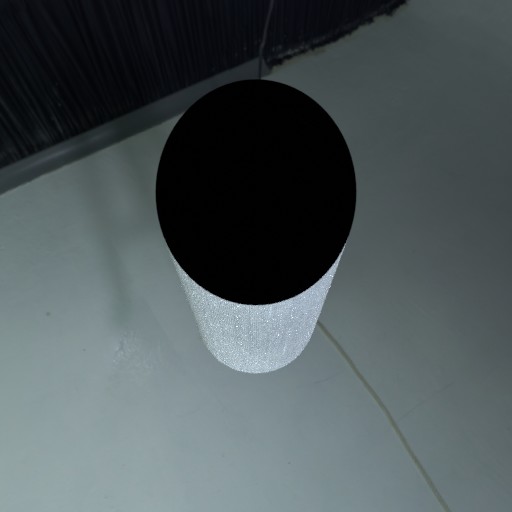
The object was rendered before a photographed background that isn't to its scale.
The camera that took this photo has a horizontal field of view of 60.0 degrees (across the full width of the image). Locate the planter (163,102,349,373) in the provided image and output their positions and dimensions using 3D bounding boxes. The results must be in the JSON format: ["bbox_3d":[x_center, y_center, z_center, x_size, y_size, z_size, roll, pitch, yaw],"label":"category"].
[{"bbox_3d":[0.000,0.000,0.128,0.045,0.103,0.045,-33,67,-16],"label":"planter"}]
